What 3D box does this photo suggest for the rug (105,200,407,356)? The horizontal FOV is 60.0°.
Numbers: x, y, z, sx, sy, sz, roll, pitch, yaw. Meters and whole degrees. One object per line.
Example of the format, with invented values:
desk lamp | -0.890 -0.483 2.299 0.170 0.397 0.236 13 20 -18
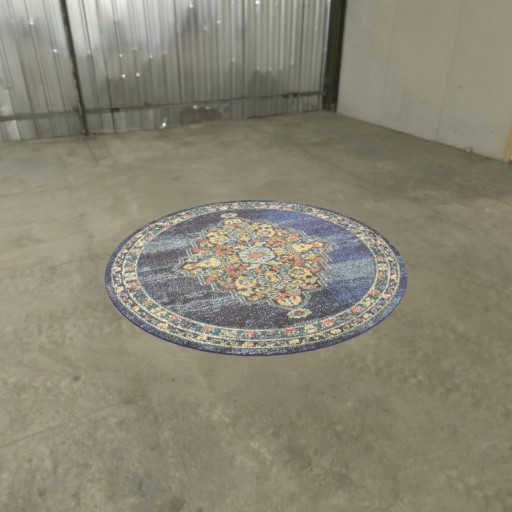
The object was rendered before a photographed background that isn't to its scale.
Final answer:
rug | 0.000 0.000 3.648 2.386 0.014 2.386 0 30 0
